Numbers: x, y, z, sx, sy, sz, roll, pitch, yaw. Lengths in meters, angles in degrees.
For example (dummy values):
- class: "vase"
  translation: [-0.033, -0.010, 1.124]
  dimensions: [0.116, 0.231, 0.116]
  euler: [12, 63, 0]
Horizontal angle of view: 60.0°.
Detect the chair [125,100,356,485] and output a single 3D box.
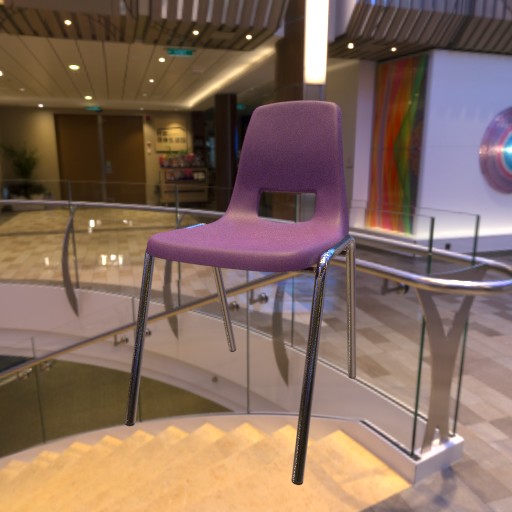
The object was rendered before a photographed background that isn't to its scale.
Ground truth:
- class: "chair"
  translation: [0.000, 0.000, 0.921]
  dimensions: [0.381, 0.654, 0.432]
  euler: [6, 14, 26]
